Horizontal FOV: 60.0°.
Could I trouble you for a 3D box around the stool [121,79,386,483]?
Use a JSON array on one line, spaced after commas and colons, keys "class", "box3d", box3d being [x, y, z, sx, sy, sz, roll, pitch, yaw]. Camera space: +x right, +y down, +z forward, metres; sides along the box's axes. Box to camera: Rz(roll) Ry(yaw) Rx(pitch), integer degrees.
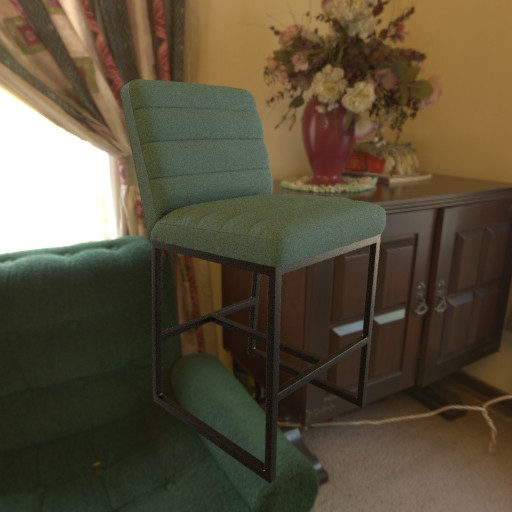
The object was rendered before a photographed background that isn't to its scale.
[{"class": "stool", "box3d": [0.000, 0.000, 1.249, 0.560, 0.940, 0.460, 15, 21, 42]}]
